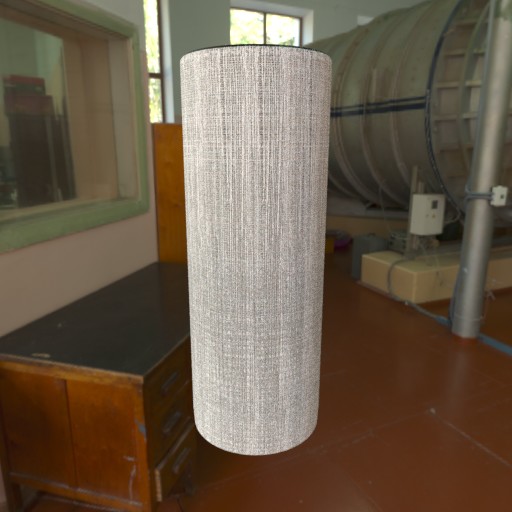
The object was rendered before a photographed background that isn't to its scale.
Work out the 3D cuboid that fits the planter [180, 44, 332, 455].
[{"bbox_3d":[0.000,0.000,0.328,0.100,0.270,0.100,2,15,8],"label":"planter"}]
